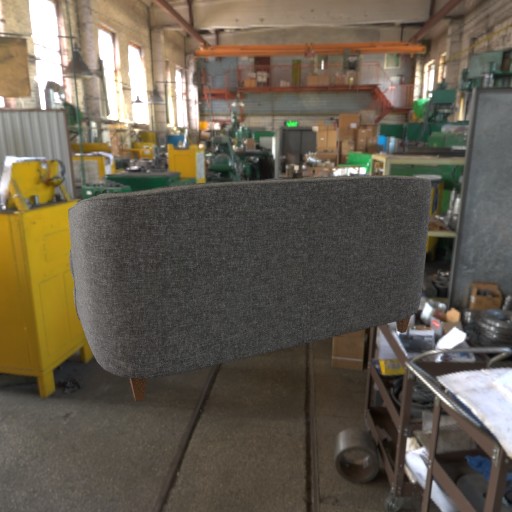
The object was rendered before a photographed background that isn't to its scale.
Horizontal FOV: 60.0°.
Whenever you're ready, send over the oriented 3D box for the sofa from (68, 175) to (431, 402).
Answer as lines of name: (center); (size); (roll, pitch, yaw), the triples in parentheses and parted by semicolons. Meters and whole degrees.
sofa: (0.000, 0.000, 2.290); (1.733, 0.855, 0.941); (-7, 16, -26)
